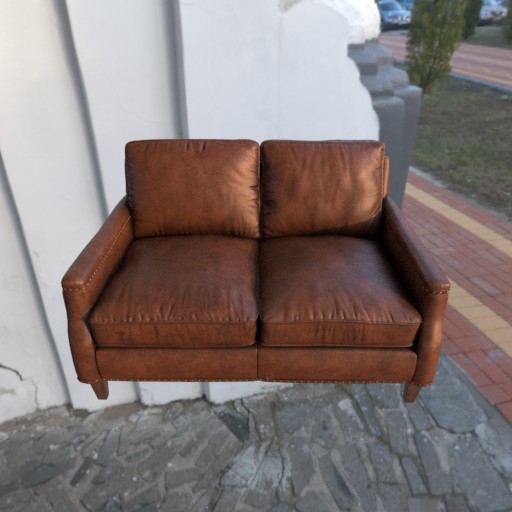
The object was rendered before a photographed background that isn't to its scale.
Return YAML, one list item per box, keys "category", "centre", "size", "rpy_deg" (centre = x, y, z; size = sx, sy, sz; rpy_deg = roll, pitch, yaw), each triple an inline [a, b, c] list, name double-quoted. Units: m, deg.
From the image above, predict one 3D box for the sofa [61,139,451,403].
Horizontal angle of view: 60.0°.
- category: "sofa"
  centre: [0.000, 0.000, 2.249]
  size: [1.628, 1.003, 1.083]
  rpy_deg: [0, 30, 1]
